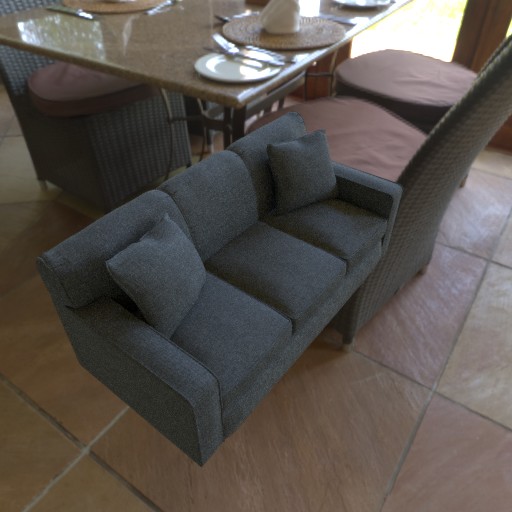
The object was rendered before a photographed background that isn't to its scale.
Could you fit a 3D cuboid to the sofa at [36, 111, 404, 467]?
[{"bbox_3d":[0.000,0.000,2.628,0.997,0.958,2.024,27,48,28],"label":"sofa"}]
